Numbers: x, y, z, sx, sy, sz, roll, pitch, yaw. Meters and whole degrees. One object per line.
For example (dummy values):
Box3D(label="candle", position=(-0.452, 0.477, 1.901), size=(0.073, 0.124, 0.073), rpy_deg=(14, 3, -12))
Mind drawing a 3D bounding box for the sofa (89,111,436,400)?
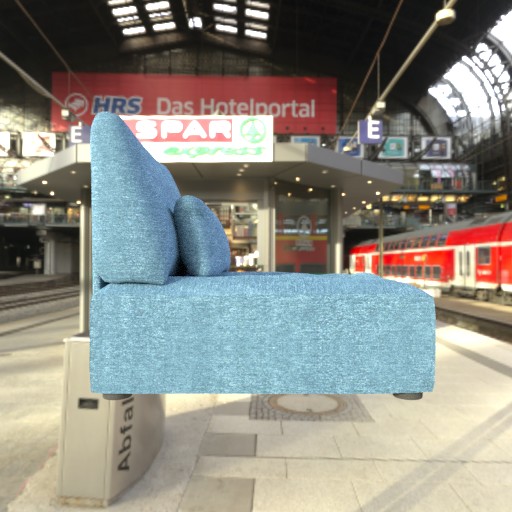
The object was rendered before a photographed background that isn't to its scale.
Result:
Box3D(label="sofa", position=(0.000, 0.000, 1.586), size=(1.000, 0.820, 0.700), rpy_deg=(0, -1, 0))
